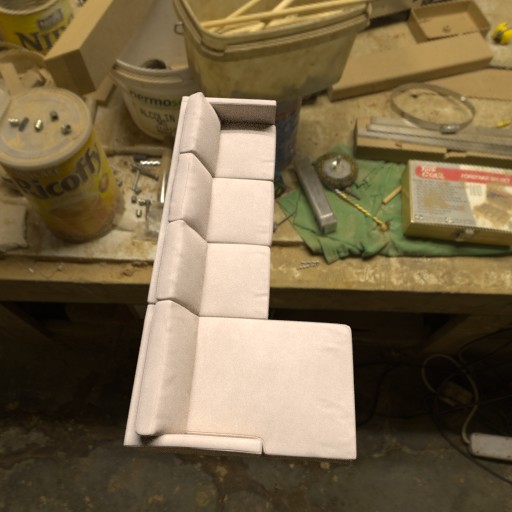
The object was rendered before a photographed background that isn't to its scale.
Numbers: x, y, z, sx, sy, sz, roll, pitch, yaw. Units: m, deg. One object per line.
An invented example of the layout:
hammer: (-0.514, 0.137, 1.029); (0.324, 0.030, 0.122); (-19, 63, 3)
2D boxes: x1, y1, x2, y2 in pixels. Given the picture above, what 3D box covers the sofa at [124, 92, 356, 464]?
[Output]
sofa: (0.000, 0.000, 3.859); (1.625, 0.846, 3.186); (3, 64, 1)
